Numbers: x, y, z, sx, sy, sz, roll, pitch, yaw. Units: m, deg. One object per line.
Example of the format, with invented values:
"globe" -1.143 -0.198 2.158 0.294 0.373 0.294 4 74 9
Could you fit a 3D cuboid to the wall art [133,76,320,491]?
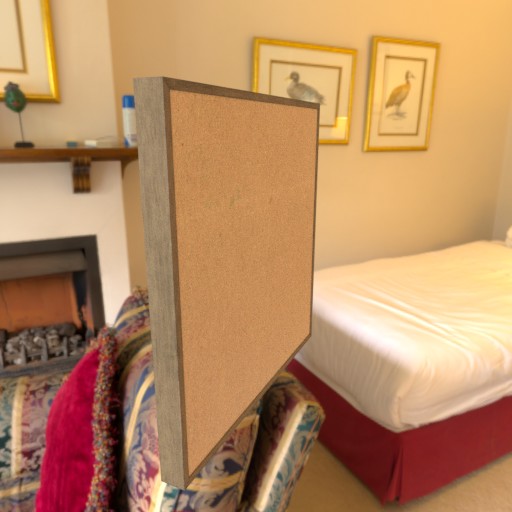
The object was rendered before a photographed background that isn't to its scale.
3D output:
"wall art" 0.000 0.000 0.742 0.038 0.508 0.508 7 17 25
